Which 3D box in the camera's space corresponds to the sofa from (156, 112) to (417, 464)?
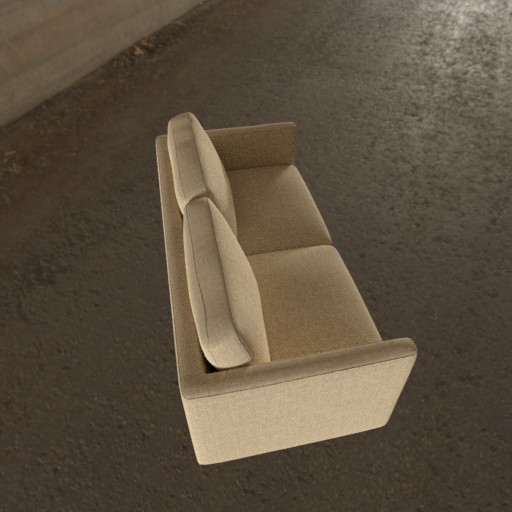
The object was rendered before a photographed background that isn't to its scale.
[{"bbox_3d":[0.000,0.000,2.466,0.950,0.963,1.884,-9,46,-8],"label":"sofa"}]
